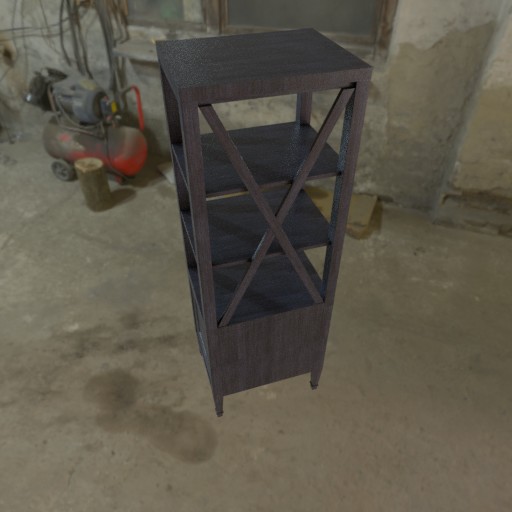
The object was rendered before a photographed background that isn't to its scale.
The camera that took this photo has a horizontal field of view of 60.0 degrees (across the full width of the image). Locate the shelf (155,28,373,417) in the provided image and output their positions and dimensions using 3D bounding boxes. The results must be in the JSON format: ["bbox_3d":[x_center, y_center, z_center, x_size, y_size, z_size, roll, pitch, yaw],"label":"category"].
[{"bbox_3d":[0.000,0.000,1.991,0.584,1.727,0.472,-12,42,-13],"label":"shelf"}]
